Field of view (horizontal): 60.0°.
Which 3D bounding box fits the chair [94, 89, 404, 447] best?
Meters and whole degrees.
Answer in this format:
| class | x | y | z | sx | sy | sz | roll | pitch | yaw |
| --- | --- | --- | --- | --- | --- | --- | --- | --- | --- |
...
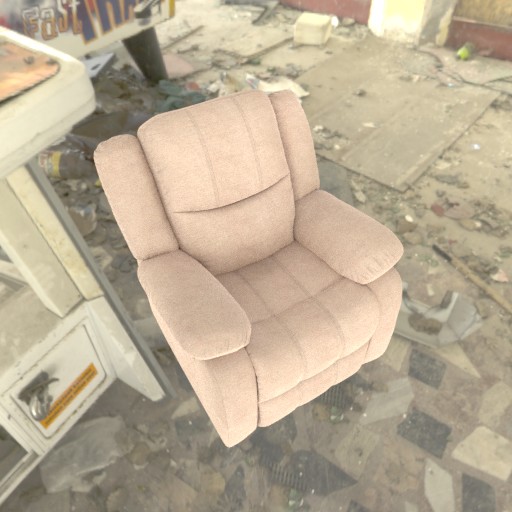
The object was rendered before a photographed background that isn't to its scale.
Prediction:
| class | x | y | z | sx | sy | sz | roll | pitch | yaw |
| --- | --- | --- | --- | --- | --- | --- | --- | --- | --- |
| chair | 0.000 | 0.000 | 1.756 | 0.899 | 1.008 | 0.944 | -24 | 51 | -21 |
